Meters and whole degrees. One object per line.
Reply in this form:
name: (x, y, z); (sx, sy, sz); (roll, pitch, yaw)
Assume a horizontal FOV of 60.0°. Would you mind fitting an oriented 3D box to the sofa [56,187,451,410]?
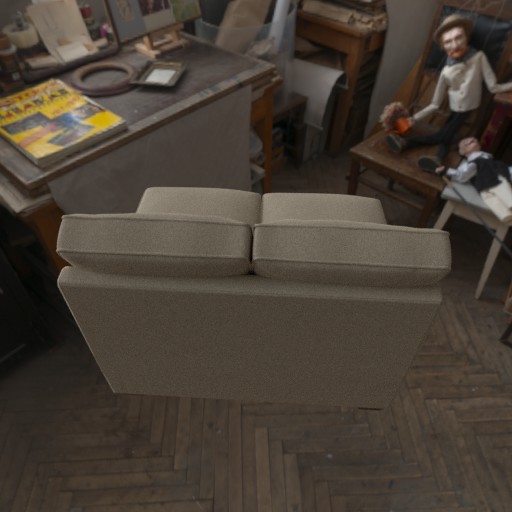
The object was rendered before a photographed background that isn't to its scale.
sofa: (0.000, 0.000, 1.946); (1.237, 1.008, 0.951); (3, 46, 2)
